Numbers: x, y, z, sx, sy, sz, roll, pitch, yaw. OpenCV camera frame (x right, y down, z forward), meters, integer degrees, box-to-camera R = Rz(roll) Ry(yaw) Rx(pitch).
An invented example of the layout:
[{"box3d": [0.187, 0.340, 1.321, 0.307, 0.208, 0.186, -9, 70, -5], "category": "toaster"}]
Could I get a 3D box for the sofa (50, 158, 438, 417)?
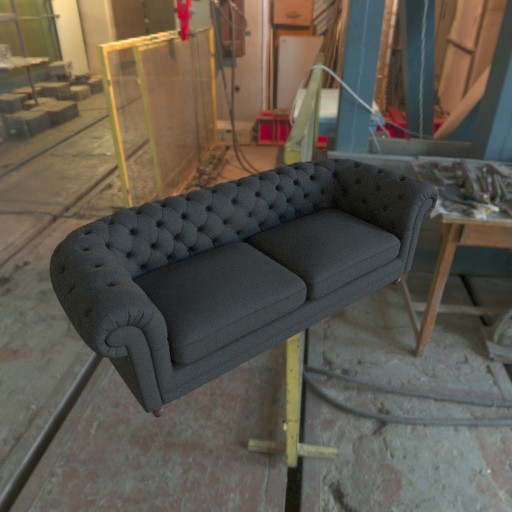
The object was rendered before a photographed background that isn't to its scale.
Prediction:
[{"box3d": [0.000, 0.000, 2.778, 2.362, 0.762, 0.991, -22, 37, -32], "category": "sofa"}]
